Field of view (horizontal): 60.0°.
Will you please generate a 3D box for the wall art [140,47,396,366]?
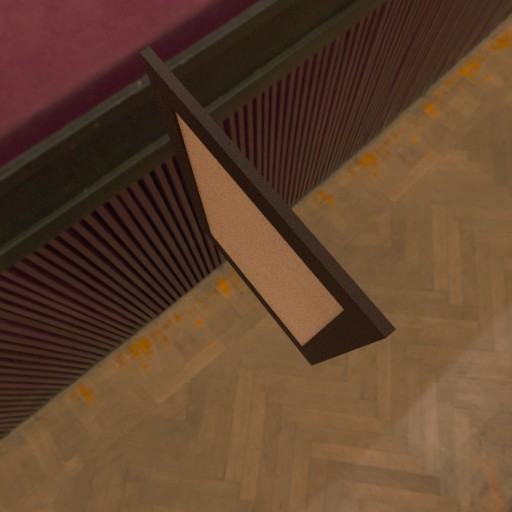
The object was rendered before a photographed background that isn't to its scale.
[{"bbox_3d":[0.000,0.000,0.646,0.013,0.508,0.359,-37,77,-10],"label":"wall art"}]
